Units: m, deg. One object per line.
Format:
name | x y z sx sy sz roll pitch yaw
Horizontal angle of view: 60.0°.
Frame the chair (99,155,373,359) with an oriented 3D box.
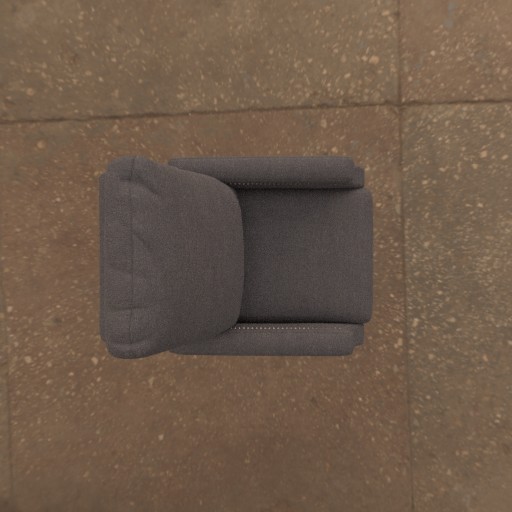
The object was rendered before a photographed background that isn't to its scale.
chair | 0.000 0.000 1.664 0.922 1.049 0.710 0 91 0
